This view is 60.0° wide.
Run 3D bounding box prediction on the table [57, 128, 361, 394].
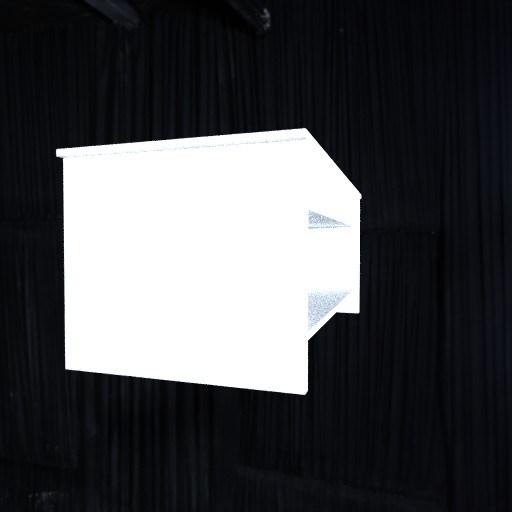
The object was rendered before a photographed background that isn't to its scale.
[{"bbox_3d":[0.000,0.000,1.276,0.500,0.441,1.000,0,1,18],"label":"table"}]
